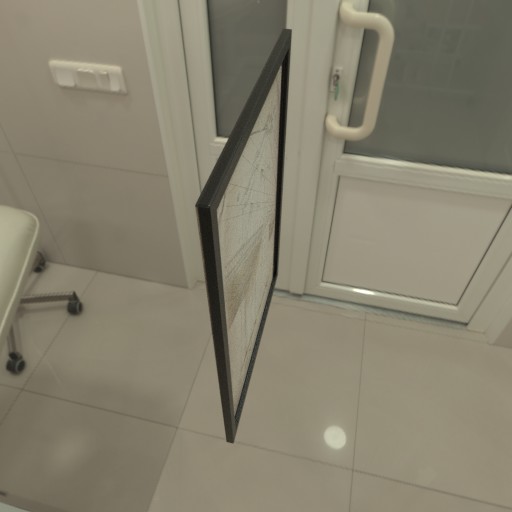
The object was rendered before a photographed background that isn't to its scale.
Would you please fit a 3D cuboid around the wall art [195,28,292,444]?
[{"bbox_3d":[0.000,0.000,0.853,0.016,0.657,0.480,10,48,9],"label":"wall art"}]
